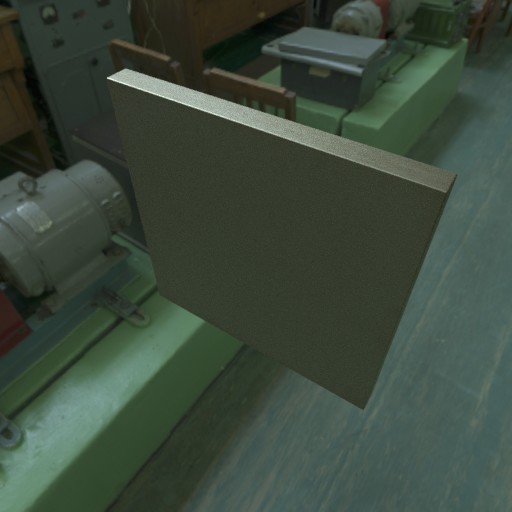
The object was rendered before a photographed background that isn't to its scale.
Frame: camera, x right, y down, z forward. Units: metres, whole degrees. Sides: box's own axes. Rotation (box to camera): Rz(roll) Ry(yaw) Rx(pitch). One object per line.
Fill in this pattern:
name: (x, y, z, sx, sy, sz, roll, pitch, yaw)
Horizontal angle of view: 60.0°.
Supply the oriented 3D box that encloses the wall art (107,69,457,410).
wall art: (0.000, 0.000, 0.751, 0.503, 0.506, 0.040, 25, 51, 23)
